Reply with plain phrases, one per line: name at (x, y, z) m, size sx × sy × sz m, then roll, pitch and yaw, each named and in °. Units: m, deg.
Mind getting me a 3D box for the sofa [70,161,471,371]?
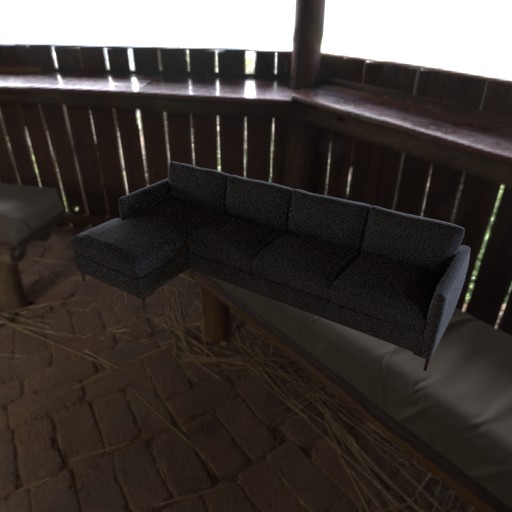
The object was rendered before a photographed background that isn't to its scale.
sofa at (0.000, 0.000, 3.520) m, size 2.932 × 0.810 × 1.350 m, roll 18°, pitch 34°, yaw 28°
